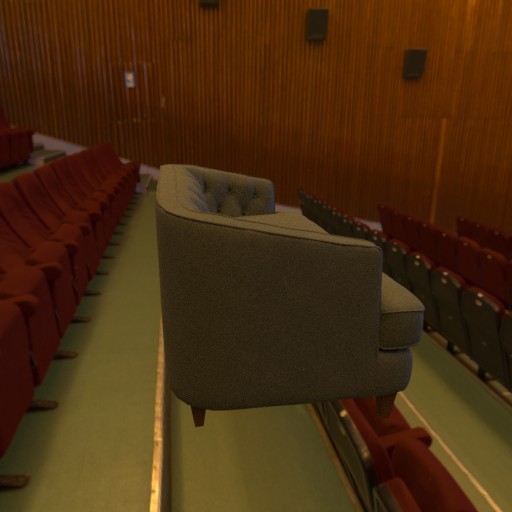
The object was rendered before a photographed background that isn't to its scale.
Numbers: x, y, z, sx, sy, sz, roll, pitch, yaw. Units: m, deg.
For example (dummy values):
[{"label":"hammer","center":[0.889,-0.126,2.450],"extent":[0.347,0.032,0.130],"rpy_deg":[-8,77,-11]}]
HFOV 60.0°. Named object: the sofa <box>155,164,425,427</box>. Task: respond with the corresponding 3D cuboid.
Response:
[{"label":"sofa","center":[0.000,0.000,2.273],"extent":[0.941,0.855,1.733],"rpy_deg":[-3,18,-10]}]
